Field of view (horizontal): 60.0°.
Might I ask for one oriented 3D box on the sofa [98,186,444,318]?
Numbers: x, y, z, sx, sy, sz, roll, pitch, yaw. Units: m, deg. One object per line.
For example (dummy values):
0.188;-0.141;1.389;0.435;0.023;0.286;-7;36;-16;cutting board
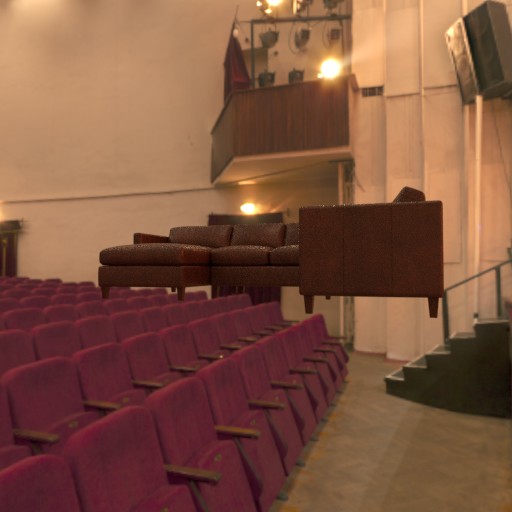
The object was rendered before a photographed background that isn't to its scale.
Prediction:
0.000;0.000;4.468;3.324;0.891;2.452;-1;-2;19;sofa
